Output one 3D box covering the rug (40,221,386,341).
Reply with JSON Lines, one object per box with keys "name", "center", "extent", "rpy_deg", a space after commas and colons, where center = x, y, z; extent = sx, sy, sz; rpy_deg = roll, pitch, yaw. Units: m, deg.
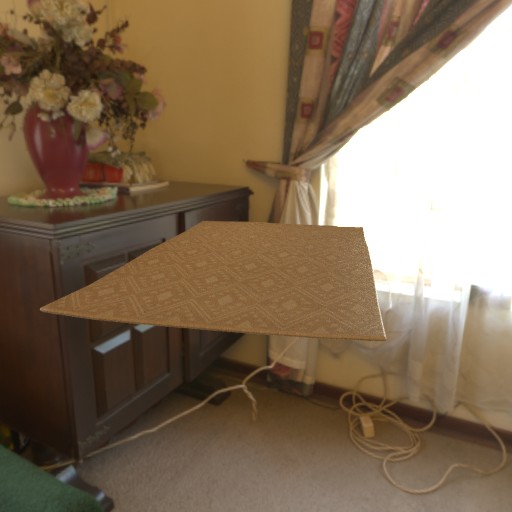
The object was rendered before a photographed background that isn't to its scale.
{"name": "rug", "center": [0.000, 0.000, 3.049], "extent": [1.553, 0.053, 2.430], "rpy_deg": [3, 15, 11]}
